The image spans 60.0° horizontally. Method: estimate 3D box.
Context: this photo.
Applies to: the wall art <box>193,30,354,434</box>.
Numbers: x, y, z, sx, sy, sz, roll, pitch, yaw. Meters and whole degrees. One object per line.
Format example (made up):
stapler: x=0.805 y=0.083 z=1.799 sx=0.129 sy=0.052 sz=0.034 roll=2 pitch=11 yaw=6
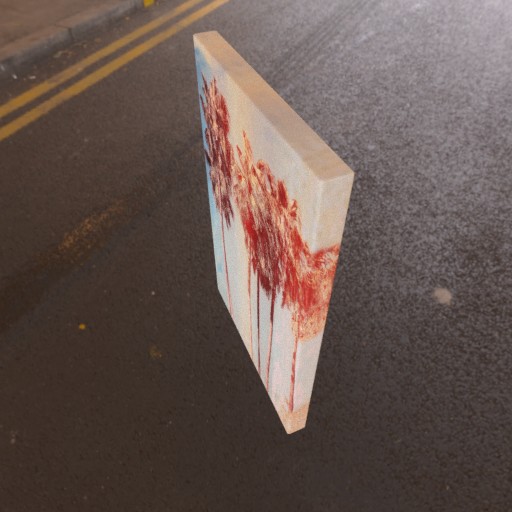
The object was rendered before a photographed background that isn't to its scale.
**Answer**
wall art: x=0.000 y=0.000 z=0.773 sx=0.038 sy=0.610 sz=0.401 roll=-17 pitch=49 yaw=-16
